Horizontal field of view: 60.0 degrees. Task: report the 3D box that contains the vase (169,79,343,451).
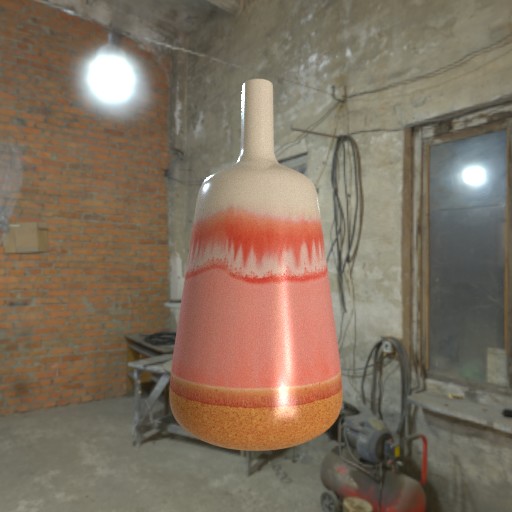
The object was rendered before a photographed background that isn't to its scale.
[{"bbox_3d":[0.000,0.000,0.380,0.144,0.296,0.144,0,-2,0],"label":"vase"}]
